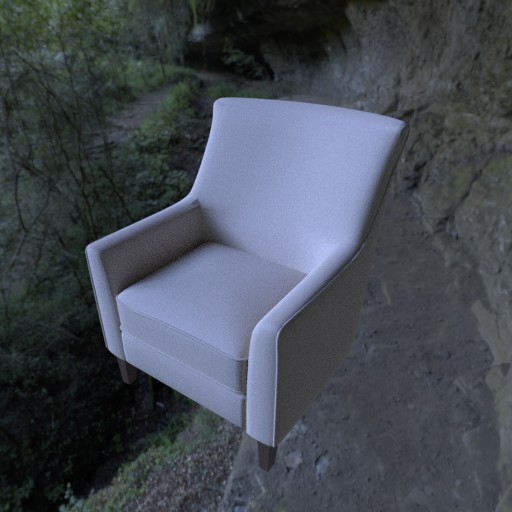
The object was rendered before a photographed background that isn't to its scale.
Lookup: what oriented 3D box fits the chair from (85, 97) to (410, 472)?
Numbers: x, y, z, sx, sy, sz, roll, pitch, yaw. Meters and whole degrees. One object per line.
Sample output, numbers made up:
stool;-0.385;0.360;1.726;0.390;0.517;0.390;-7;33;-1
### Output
chair;0.000;0.000;1.563;0.756;0.916;0.879;19;35;30
